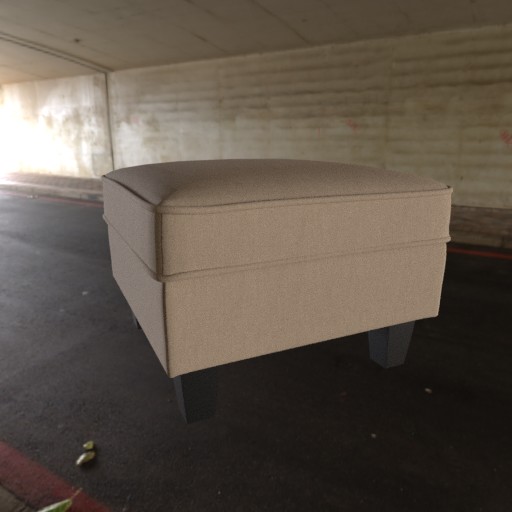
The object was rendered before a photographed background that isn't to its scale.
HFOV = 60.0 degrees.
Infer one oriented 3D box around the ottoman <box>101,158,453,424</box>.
[{"bbox_3d":[0.000,0.000,1.041,0.613,0.438,0.616,-7,17,-25],"label":"ottoman"}]
